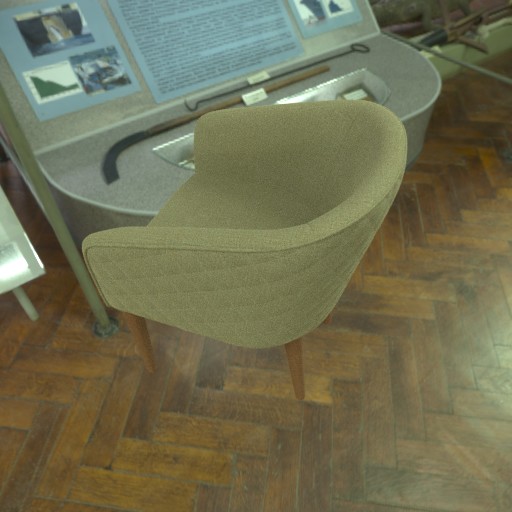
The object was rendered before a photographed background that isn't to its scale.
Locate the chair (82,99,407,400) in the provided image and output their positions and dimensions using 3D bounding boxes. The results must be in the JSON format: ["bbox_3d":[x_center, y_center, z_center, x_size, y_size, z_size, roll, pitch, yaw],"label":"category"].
[{"bbox_3d":[0.000,0.000,1.193,0.616,0.775,0.584,16,49,15],"label":"chair"}]
